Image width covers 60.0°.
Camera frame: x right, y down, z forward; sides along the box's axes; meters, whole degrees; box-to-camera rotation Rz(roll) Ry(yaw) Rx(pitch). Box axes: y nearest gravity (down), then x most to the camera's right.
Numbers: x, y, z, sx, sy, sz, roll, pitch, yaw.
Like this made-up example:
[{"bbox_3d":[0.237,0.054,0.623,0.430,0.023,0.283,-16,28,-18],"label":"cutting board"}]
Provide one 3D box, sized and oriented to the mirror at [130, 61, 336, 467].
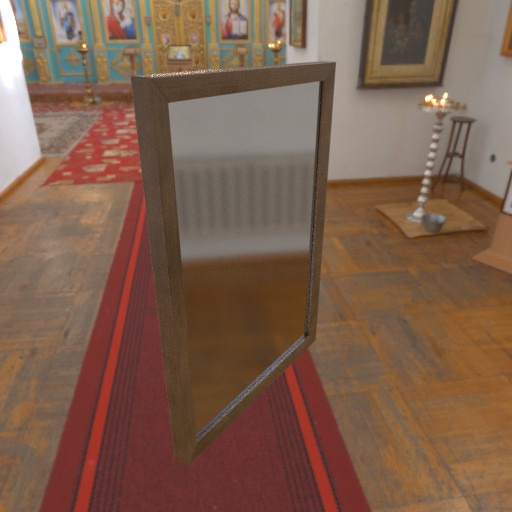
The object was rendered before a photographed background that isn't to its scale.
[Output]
[{"bbox_3d":[0.000,0.000,0.905,0.040,0.710,0.507,18,31,32],"label":"mirror"}]
